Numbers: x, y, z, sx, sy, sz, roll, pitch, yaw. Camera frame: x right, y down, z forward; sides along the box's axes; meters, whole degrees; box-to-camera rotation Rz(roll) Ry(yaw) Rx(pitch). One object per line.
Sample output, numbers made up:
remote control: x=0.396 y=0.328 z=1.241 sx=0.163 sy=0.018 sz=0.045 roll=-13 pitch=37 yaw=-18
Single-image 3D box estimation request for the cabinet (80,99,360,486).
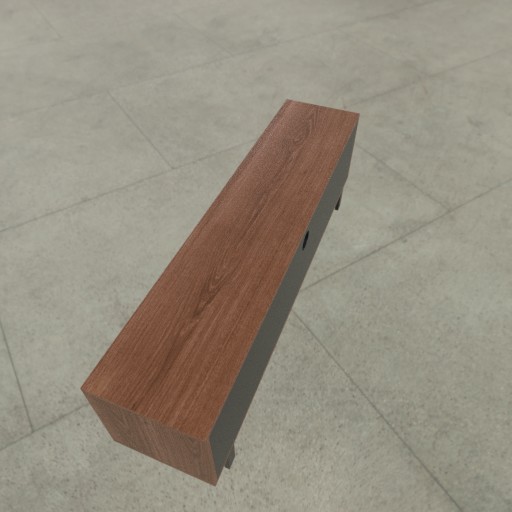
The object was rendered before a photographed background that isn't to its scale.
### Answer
cabinet: x=0.000 y=0.000 z=1.829 sx=0.400 sy=0.500 sz=1.650 roll=17 pitch=50 yaw=15
